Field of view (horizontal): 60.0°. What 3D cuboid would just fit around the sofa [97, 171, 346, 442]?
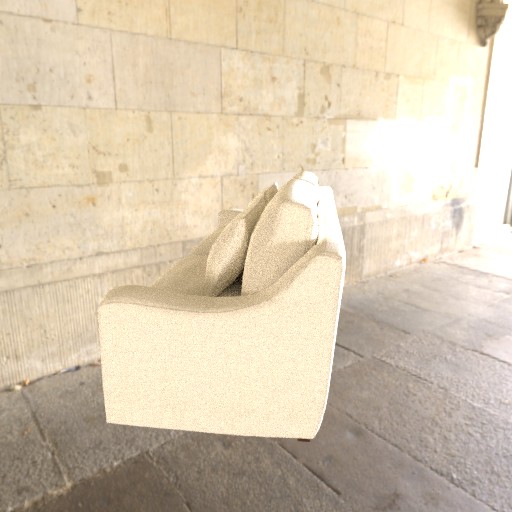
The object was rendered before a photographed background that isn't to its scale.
[{"bbox_3d":[0.000,0.000,2.925,1.009,1.022,2.470,2,15,8],"label":"sofa"}]
